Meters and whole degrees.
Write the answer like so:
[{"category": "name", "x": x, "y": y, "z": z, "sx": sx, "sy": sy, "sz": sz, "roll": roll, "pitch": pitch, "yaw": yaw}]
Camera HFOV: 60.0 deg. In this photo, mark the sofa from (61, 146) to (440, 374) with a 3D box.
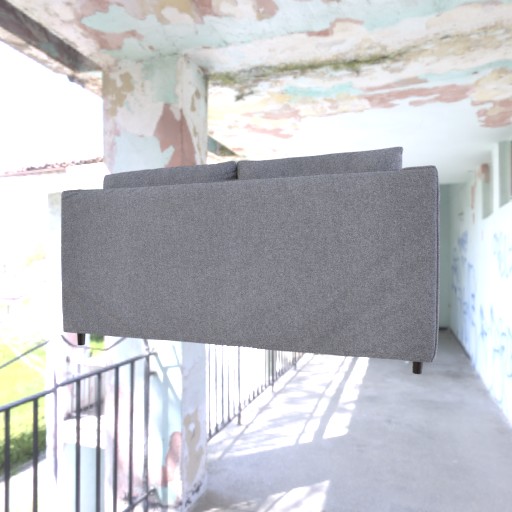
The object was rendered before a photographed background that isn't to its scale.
[{"category": "sofa", "x": 0.000, "y": 0.000, "z": 2.653, "sx": 2.010, "sy": 1.018, "sz": 1.072, "roll": 0, "pitch": 0, "yaw": 20}]
